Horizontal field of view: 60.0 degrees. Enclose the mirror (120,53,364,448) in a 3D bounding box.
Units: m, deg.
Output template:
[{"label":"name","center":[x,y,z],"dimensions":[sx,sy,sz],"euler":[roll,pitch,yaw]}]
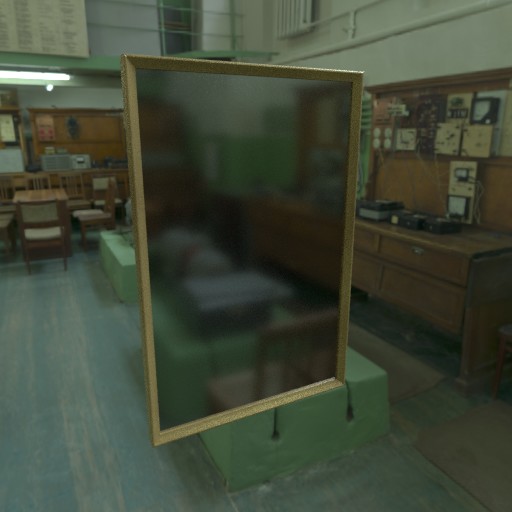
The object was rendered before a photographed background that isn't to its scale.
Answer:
[{"label":"mirror","center":[0.000,0.000,1.147],"dimensions":[0.609,0.915,0.041],"euler":[-8,18,-27]}]
